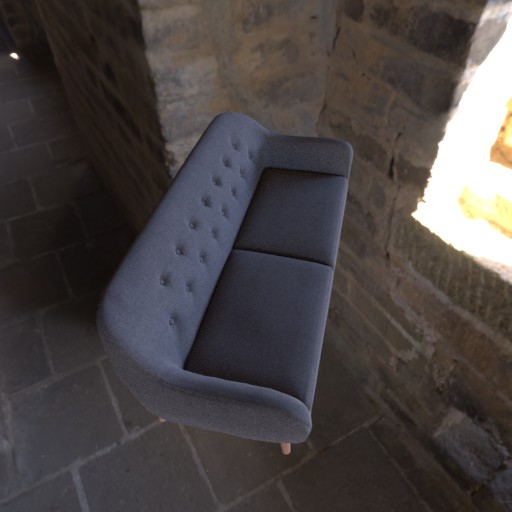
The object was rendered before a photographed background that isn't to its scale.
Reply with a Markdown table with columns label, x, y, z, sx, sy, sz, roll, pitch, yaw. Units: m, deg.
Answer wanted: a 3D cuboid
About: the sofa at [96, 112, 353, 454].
| label | x | y | z | sx | sy | sz | roll | pitch | yaw |
| --- | --- | --- | --- | --- | --- | --- | --- | --- | --- |
| sofa | 0.000 | 0.000 | 2.260 | 0.820 | 0.820 | 1.840 | 10 | 46 | 10 |
